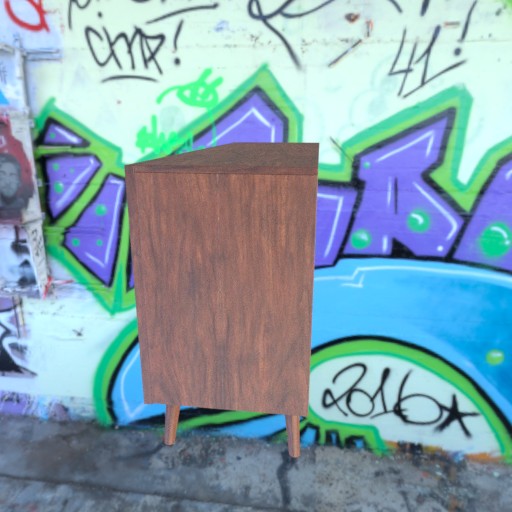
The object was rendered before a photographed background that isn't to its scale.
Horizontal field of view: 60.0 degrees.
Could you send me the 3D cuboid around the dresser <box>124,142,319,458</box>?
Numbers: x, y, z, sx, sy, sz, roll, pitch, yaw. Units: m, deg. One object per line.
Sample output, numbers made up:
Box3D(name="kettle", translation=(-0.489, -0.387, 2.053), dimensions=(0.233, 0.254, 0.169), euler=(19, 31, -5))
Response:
Box3D(name="dresser", translation=(0.000, 0.000, 1.901), dimensions=(0.500, 0.889, 1.472), euler=(2, 17, 8))
